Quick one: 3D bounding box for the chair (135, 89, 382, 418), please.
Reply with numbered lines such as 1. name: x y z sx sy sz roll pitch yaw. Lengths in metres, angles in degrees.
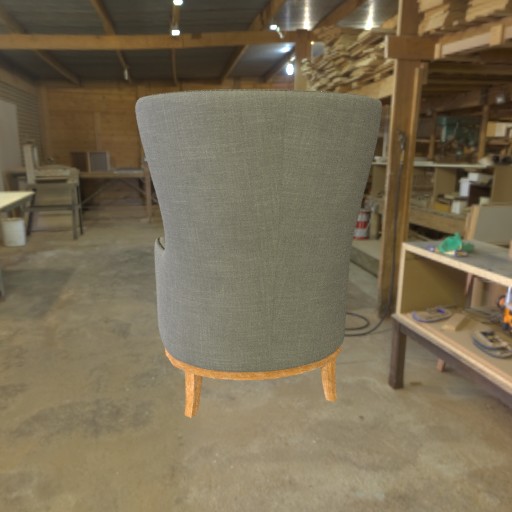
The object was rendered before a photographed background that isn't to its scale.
1. chair: 0.000 0.000 1.797 0.864 1.176 0.883 -3 14 -11
